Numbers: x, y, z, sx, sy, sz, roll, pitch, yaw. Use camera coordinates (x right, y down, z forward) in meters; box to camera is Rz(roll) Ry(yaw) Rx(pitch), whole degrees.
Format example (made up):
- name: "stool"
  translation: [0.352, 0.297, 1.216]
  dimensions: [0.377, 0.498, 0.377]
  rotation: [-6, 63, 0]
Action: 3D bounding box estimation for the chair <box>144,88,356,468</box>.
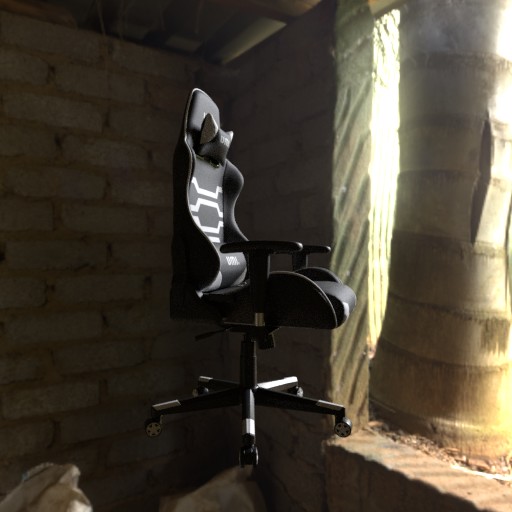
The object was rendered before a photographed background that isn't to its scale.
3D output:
- name: "chair"
  translation: [0.000, 0.000, 1.628]
  dimensions: [0.700, 1.240, 0.700]
  rotation: [0, 0, 17]
